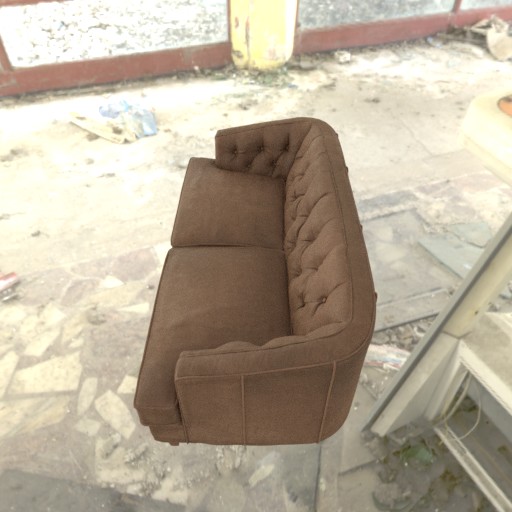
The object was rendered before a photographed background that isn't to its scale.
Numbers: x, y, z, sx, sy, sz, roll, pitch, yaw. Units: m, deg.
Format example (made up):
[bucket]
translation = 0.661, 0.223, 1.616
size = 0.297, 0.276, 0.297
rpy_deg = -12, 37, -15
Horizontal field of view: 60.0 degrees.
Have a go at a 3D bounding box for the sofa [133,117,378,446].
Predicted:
[sofa]
translation = 0.000, 0.000, 2.278
size = 0.917, 0.799, 1.767
rpy_deg = 1, 43, 1
